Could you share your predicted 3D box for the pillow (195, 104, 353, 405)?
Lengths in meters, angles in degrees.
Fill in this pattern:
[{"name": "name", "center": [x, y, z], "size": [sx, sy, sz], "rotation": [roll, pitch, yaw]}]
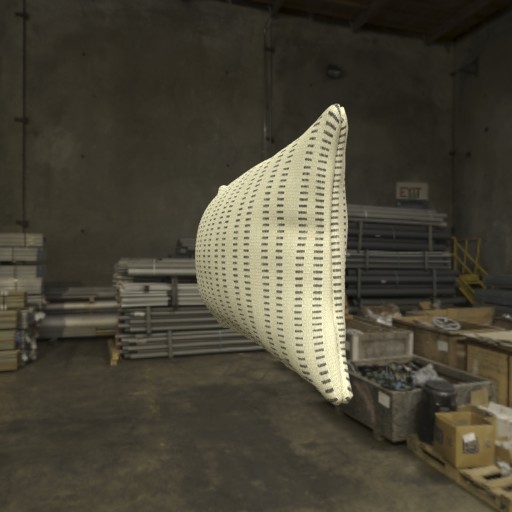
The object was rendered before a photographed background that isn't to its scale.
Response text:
[{"name": "pillow", "center": [0.000, 0.000, 0.812], "size": [0.210, 0.353, 0.640], "rotation": [0, 0, -17]}]
